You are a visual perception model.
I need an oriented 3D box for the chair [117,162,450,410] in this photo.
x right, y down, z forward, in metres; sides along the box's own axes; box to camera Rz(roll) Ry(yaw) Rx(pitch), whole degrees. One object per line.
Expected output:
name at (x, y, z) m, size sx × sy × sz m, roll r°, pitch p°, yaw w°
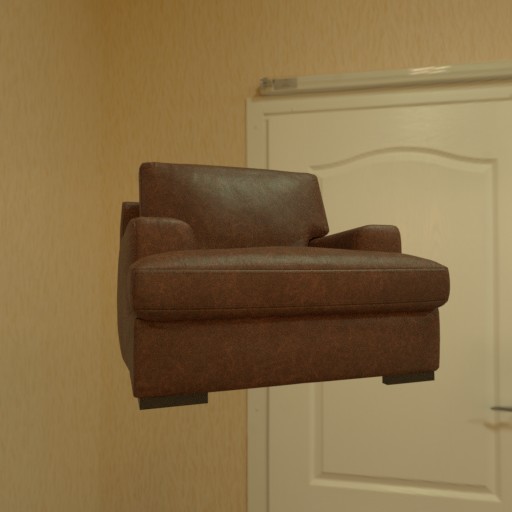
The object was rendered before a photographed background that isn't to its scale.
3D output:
chair at (0.000, 0.000, 1.970) m, size 1.168 × 0.939 × 1.143 m, roll 0°, pitch -1°, yaw -18°
